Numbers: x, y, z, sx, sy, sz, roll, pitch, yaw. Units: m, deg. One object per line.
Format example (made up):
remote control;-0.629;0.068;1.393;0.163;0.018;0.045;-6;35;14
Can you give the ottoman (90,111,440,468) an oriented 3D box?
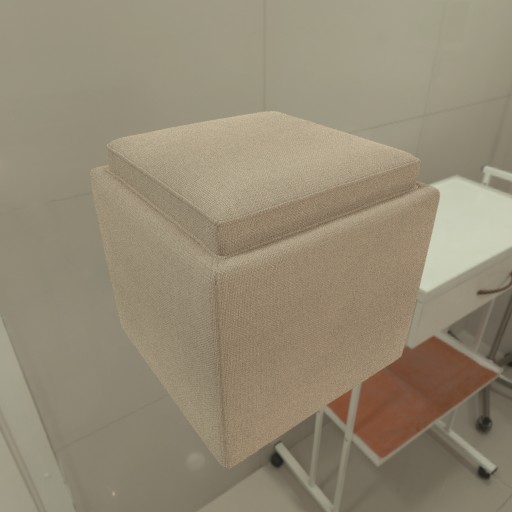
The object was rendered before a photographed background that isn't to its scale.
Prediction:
ottoman;0.000;0.000;0.843;0.451;0.460;0.450;-21;37;-30
